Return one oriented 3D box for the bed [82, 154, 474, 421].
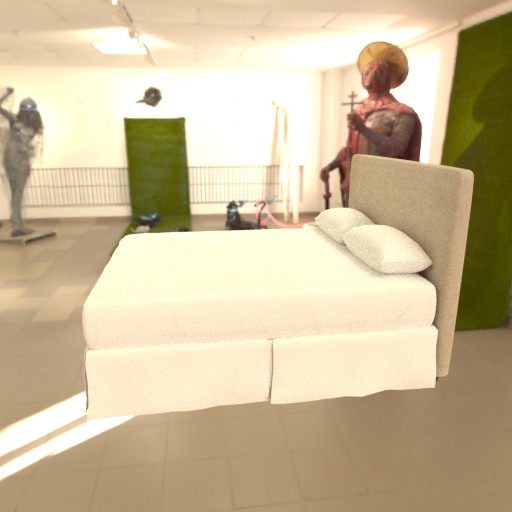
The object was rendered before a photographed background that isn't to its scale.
[{"bbox_3d":[0.000,0.000,3.151,2.162,1.330,1.713,-2,16,-8],"label":"bed"}]
